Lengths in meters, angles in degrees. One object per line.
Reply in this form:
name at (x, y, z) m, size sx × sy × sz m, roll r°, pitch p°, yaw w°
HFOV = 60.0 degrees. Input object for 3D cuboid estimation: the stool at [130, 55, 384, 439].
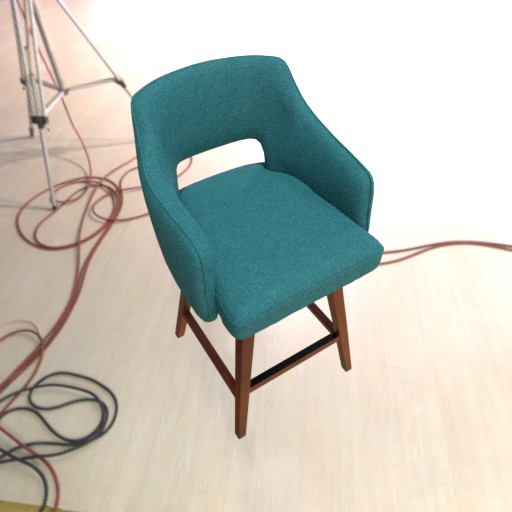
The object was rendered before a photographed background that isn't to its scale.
stool at (0.000, 0.000, 1.319) m, size 0.548 × 0.961 × 0.556 m, roll -25°, pitch 51°, yaw -22°
